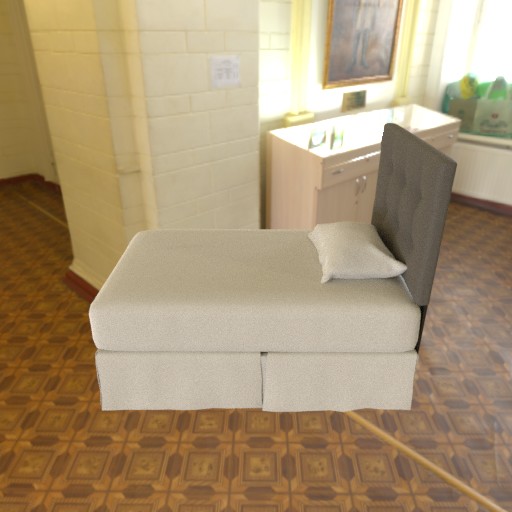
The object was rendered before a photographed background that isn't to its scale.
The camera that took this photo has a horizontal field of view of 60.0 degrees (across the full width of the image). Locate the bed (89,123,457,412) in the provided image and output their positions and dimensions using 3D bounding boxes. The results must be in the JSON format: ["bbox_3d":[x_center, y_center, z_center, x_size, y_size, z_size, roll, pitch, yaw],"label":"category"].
[{"bbox_3d":[0.000,0.000,2.990,1.997,1.571,1.261,0,26,0],"label":"bed"}]
